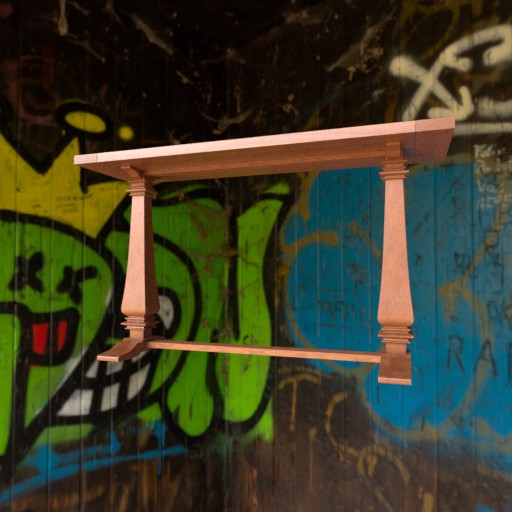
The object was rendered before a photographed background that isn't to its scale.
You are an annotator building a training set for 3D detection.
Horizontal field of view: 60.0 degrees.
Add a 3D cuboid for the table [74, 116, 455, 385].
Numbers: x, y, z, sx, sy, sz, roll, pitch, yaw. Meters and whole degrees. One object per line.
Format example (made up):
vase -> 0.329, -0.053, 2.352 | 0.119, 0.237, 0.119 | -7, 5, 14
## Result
table -> 0.000, 0.000, 1.831 | 1.478, 0.852, 0.461 | -1, -2, 19
